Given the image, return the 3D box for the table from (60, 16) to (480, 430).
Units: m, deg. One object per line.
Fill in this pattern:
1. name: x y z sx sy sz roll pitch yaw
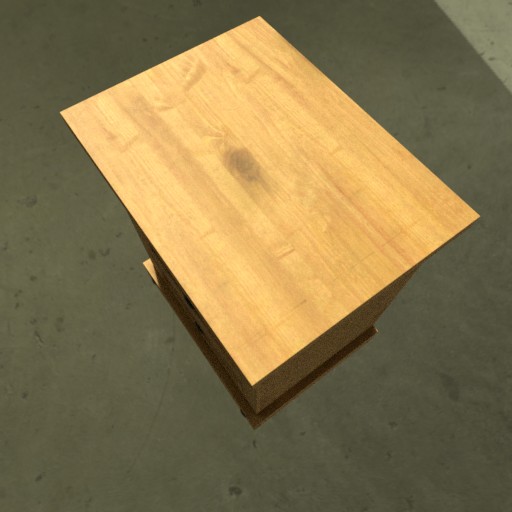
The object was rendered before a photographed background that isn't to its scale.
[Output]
1. table: 0.000 0.000 1.199 0.500 0.813 0.660 -33 68 -15
